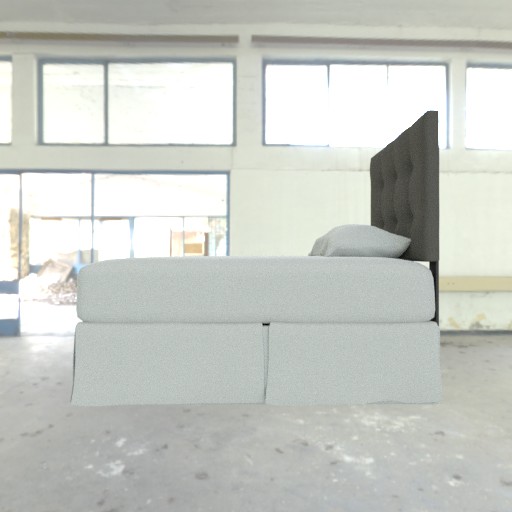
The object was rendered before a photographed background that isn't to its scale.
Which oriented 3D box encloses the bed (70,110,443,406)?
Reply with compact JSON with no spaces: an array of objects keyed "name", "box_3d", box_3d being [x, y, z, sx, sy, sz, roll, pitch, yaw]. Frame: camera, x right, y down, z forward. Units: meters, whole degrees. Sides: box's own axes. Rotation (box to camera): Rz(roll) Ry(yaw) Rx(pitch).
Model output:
[{"name":"bed","box_3d":[0.000,0.000,2.922,1.997,1.571,1.261,0,0,0]}]
